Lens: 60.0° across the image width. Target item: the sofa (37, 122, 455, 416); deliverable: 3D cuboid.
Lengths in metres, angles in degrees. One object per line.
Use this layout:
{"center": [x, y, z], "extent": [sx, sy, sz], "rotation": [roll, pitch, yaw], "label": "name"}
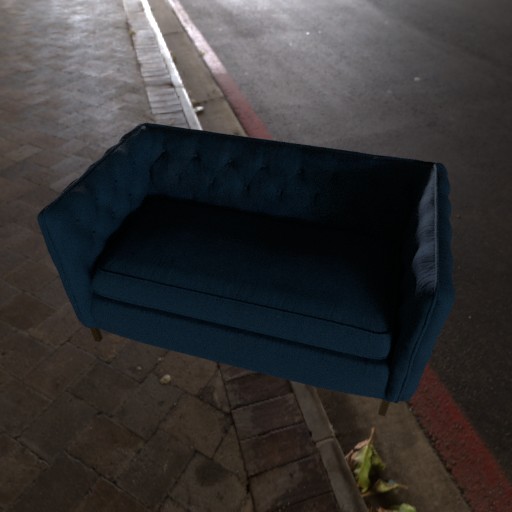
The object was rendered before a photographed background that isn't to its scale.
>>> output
{"center": [0.000, 0.000, 2.100], "extent": [1.583, 0.810, 0.909], "rotation": [11, 43, 12], "label": "sofa"}
